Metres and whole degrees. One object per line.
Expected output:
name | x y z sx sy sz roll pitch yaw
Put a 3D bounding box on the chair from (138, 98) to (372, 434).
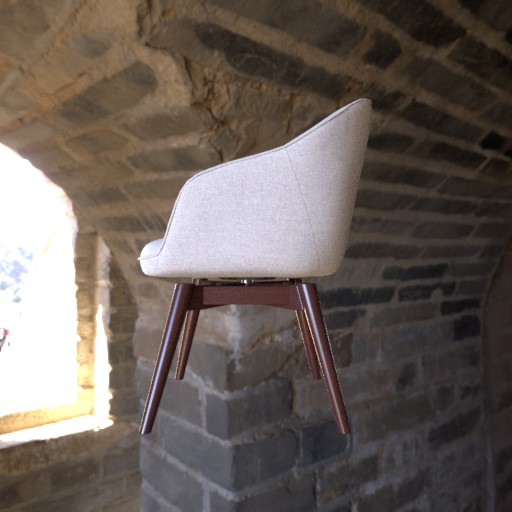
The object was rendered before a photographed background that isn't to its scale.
chair | 0.000 0.000 1.266 0.635 0.823 0.596 0 -1 0
